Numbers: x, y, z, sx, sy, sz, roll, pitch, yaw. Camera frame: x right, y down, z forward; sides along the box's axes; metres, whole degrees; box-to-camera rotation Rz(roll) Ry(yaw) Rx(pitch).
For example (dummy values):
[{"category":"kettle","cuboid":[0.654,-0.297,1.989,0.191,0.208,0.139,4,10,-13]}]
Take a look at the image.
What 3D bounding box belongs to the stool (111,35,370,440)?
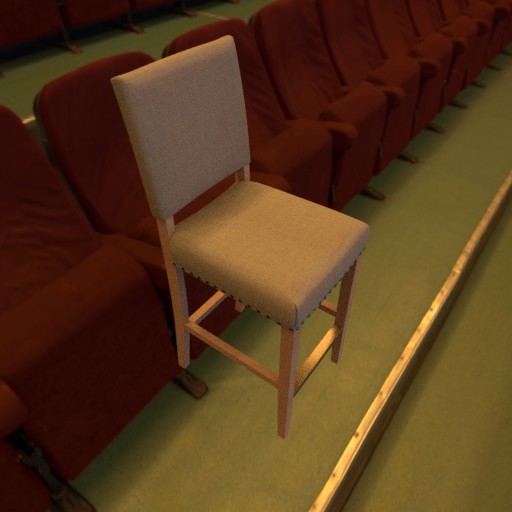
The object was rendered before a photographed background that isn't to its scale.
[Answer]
[{"category":"stool","cuboid":[0.000,0.000,1.457,0.585,1.173,0.445,26,47,26]}]
